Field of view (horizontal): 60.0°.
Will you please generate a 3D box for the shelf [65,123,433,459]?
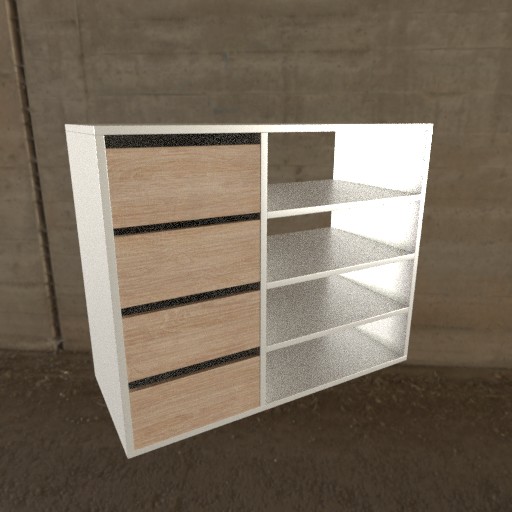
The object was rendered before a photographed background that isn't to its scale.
[{"bbox_3d":[0.000,0.000,1.281,0.895,0.732,0.396,-9,19,-28],"label":"shelf"}]
